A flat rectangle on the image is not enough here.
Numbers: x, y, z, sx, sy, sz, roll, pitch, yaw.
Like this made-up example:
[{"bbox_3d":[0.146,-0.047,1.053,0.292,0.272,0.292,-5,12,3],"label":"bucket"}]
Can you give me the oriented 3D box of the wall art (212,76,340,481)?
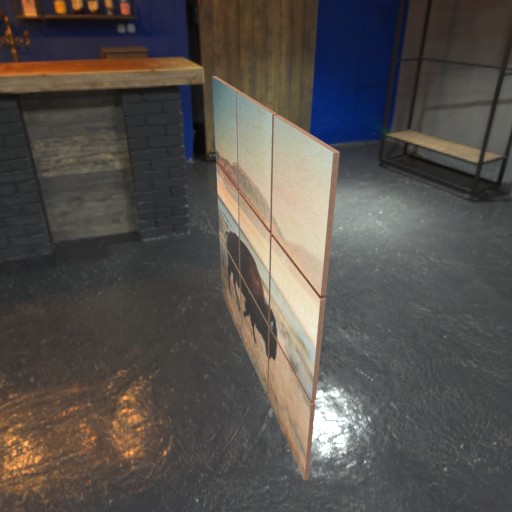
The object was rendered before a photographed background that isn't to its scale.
[{"bbox_3d":[0.000,0.000,1.349,0.018,0.904,0.906,-9,31,-15],"label":"wall art"}]
